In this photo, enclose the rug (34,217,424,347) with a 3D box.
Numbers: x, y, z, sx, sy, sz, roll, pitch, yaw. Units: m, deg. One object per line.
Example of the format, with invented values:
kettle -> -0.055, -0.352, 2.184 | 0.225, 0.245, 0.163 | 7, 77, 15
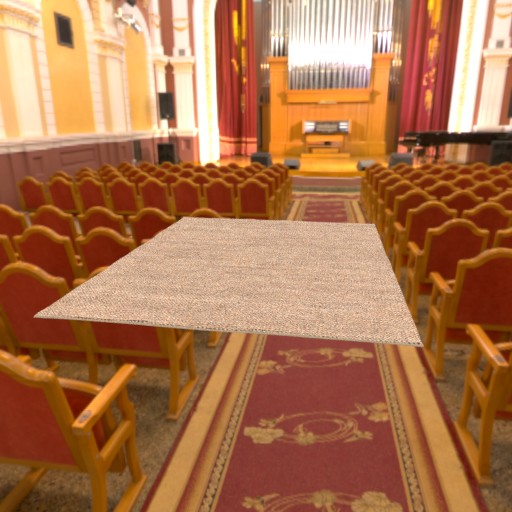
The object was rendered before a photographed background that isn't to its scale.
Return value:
rug -> 0.000, 0.000, 4.125 | 2.429, 0.030, 3.052 | 3, 17, 9
